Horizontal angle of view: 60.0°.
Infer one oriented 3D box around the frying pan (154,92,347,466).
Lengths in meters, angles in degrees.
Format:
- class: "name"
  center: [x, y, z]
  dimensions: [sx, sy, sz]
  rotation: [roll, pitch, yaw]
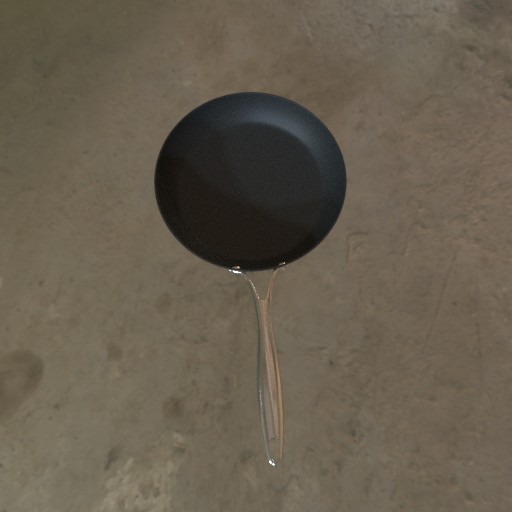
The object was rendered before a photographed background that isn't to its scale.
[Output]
- class: "frying pan"
  center: [0.000, 0.000, 0.561]
  dimensions: [0.255, 0.105, 0.472]
  rotation: [-4, 76, -1]
